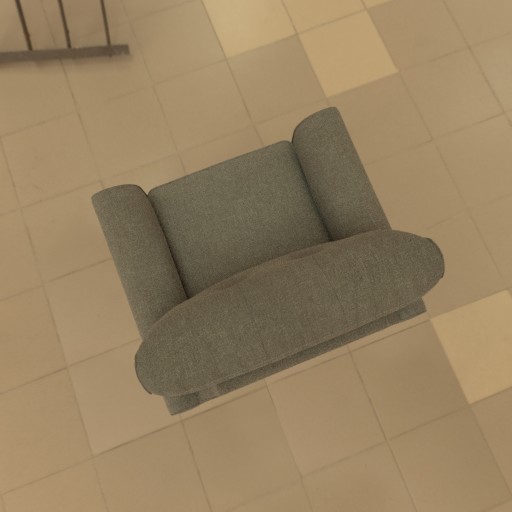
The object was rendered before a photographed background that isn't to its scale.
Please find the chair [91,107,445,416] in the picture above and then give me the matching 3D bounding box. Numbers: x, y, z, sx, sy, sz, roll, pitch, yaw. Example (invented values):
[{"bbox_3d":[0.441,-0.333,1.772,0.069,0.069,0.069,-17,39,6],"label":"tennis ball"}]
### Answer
[{"bbox_3d":[0.000,0.000,1.612,0.941,0.890,0.816,-21,79,-4],"label":"chair"}]
